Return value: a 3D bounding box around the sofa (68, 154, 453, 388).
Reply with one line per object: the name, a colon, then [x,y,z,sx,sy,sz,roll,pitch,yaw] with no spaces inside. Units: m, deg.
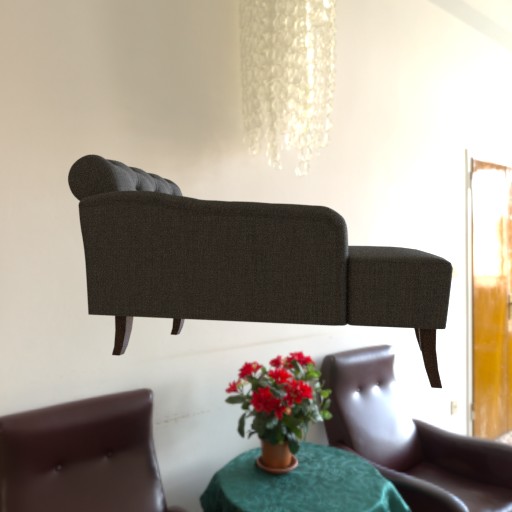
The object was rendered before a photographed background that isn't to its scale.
sofa: [0.000,0.000,1.773,1.379,0.787,0.675,0,0,17]
